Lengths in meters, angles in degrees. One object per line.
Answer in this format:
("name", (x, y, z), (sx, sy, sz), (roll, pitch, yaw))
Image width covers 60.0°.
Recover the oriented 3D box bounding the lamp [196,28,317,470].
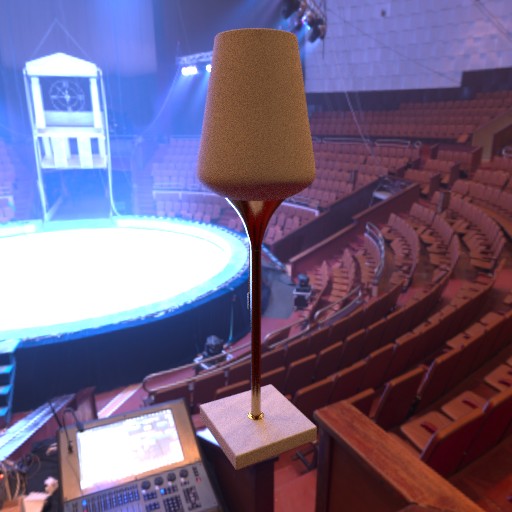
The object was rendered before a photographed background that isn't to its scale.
("lamp", (0.000, 0.000, 0.709), (0.181, 0.639, 0.181), (-8, 17, -27))
